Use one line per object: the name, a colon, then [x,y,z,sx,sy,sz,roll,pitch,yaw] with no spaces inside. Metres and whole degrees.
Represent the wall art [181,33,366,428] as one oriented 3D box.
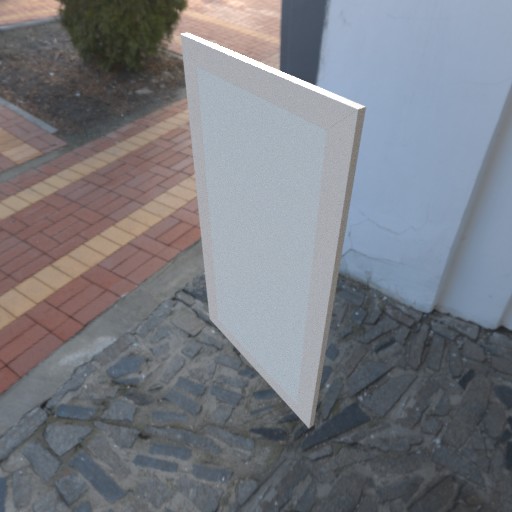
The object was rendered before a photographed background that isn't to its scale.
wall art: [0.000,0.000,0.819,0.013,0.683,0.380,-27,47,-27]
